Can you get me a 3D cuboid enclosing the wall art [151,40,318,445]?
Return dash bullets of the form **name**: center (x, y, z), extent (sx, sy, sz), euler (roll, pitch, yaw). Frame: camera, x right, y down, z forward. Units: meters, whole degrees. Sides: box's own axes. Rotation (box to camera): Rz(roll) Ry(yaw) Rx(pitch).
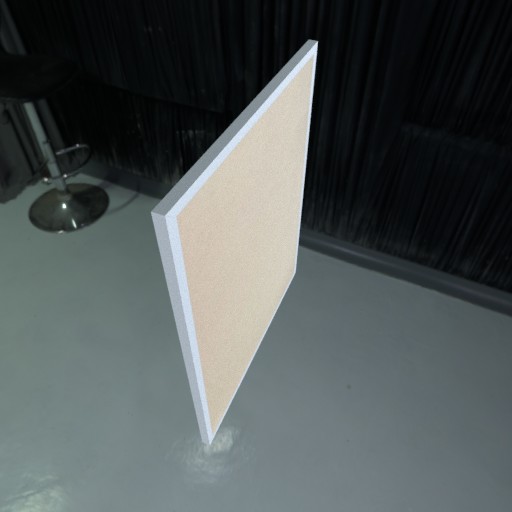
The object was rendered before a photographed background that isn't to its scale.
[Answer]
- **wall art**: center (0.000, 0.000, 0.627), extent (0.013, 0.456, 0.382), euler (17, 48, 16)
